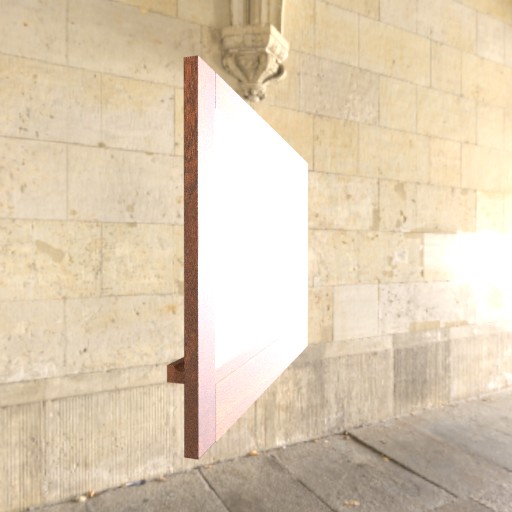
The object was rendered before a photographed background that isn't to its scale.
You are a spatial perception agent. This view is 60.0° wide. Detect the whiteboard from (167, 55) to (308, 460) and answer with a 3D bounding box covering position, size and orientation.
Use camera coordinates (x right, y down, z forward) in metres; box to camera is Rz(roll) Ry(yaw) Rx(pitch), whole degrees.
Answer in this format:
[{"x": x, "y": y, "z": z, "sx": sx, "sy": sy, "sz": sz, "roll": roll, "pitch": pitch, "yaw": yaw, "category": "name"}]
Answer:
[{"x": 0.000, "y": 0.000, "z": 0.997, "sx": 0.083, "sy": 0.559, "sz": 0.783, "roll": 0, "pitch": 1, "yaw": 18, "category": "whiteboard"}]
